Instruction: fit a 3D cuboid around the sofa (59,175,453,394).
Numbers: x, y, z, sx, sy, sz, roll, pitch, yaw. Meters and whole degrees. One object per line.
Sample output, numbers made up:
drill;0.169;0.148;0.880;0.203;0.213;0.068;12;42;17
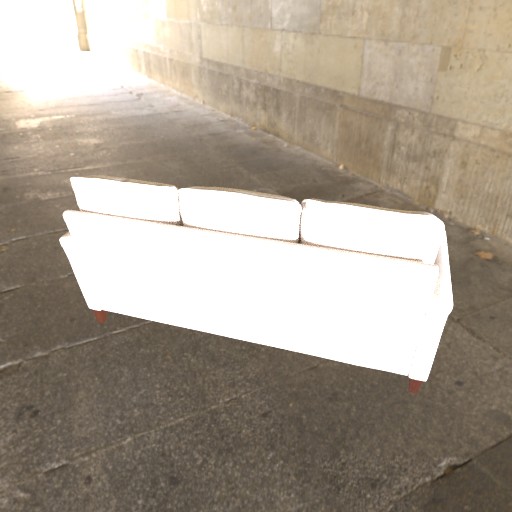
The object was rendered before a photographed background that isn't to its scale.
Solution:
sofa;0.000;0.000;2.427;1.925;0.961;0.828;9;31;16
